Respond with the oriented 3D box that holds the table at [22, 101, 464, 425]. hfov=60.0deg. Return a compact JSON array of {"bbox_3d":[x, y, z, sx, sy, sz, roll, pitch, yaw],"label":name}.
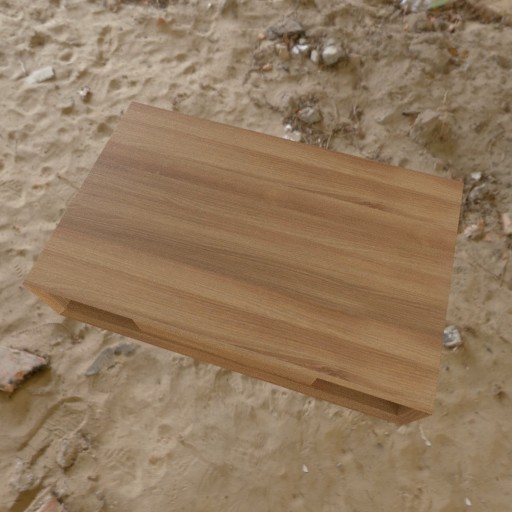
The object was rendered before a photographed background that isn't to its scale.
[{"bbox_3d":[0.000,0.000,1.417,1.100,0.330,0.700,16,65,8],"label":"table"}]
